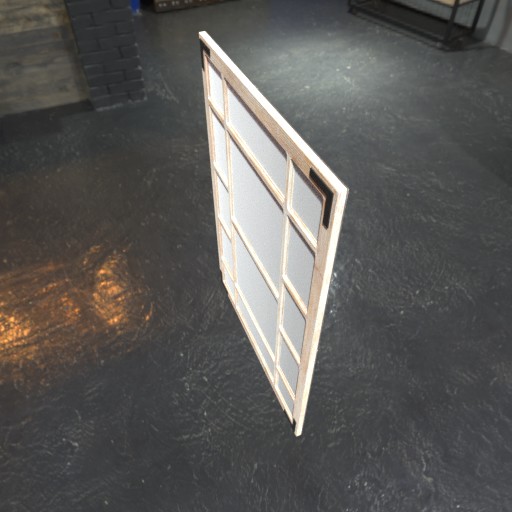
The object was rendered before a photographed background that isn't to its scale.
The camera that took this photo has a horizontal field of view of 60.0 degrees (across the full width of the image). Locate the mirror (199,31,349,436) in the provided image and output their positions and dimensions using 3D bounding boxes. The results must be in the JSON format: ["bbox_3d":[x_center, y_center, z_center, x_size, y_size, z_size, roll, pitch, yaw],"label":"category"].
[{"bbox_3d":[0.000,0.000,1.281,0.025,0.996,0.705,-17,49,-16],"label":"mirror"}]
